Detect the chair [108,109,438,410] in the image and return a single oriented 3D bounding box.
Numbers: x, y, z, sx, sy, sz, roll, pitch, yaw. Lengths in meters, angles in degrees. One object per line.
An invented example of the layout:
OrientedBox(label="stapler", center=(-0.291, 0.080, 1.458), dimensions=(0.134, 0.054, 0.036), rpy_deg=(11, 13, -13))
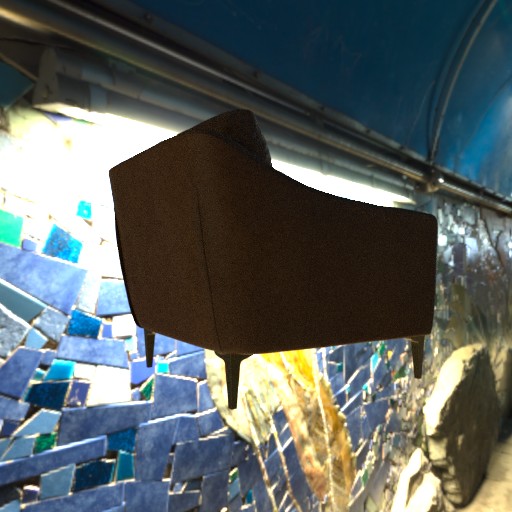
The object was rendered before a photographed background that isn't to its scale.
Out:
OrientedBox(label="chair", center=(0.000, 0.000, 1.724), dimensions=(0.963, 0.895, 0.988), rpy_deg=(0, -1, -36))
